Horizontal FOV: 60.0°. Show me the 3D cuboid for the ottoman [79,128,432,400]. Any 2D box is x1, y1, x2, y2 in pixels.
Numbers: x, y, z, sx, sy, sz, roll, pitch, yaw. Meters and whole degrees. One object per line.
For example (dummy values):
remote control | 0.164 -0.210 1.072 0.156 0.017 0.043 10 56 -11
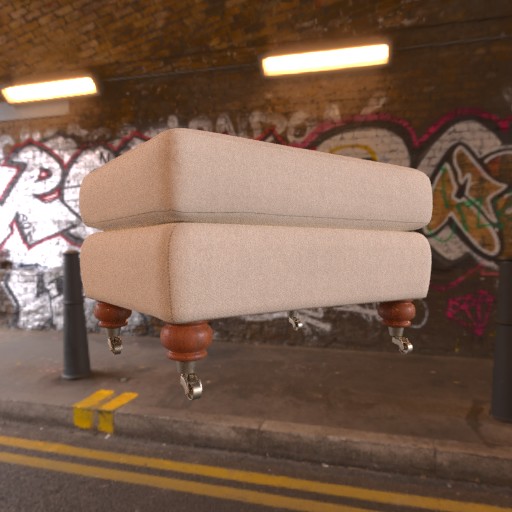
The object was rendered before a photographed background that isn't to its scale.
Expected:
ottoman | 0.000 0.000 1.158 0.773 0.499 0.569 0 1 -36
